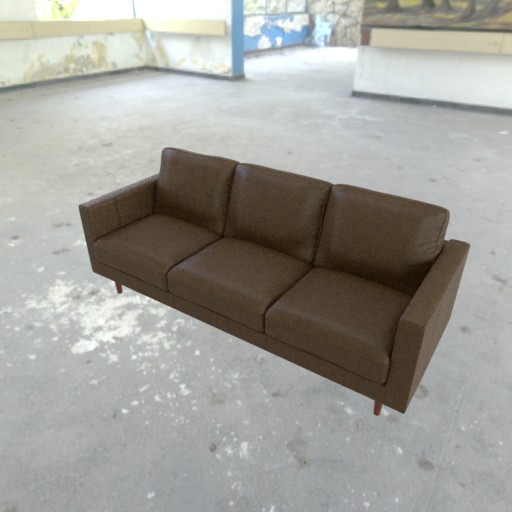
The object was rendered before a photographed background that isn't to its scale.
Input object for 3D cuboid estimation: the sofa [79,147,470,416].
[{"bbox_3d":[0.000,0.000,2.749,2.231,0.930,0.903,19,35,29],"label":"sofa"}]
